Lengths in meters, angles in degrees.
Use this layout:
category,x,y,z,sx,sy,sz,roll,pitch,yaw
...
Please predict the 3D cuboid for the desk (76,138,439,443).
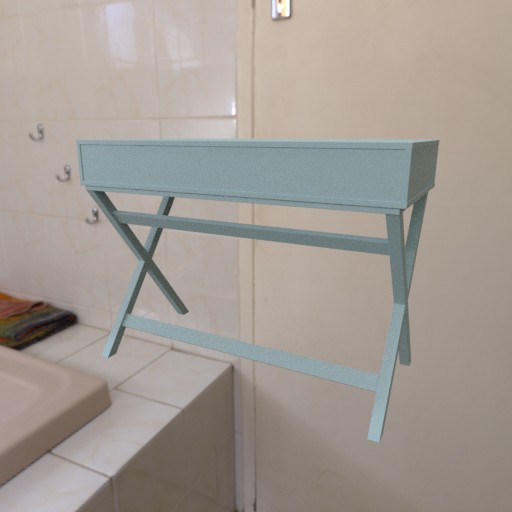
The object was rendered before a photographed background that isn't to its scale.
category,x,y,z,sx,sy,sz,roll,pitch,yaw
desk,0.000,0.000,1.538,1.057,0.780,0.525,8,17,27
